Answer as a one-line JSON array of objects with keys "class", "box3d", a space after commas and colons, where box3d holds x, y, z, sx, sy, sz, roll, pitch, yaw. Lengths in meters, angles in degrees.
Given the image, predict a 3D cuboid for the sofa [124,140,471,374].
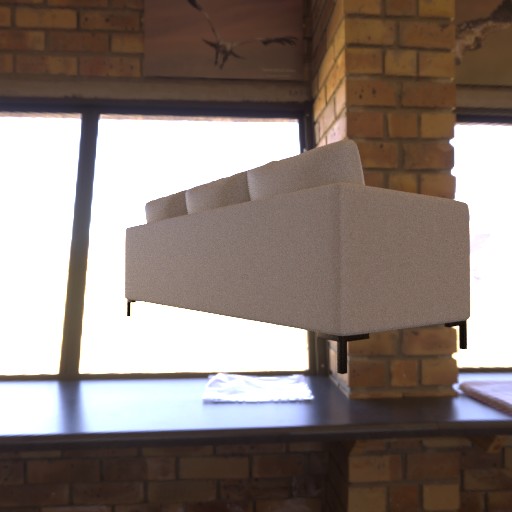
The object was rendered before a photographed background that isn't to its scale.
[{"class": "sofa", "box3d": [0.000, 0.000, 2.665, 0.859, 0.874, 2.218, 1, -2, -35]}]
